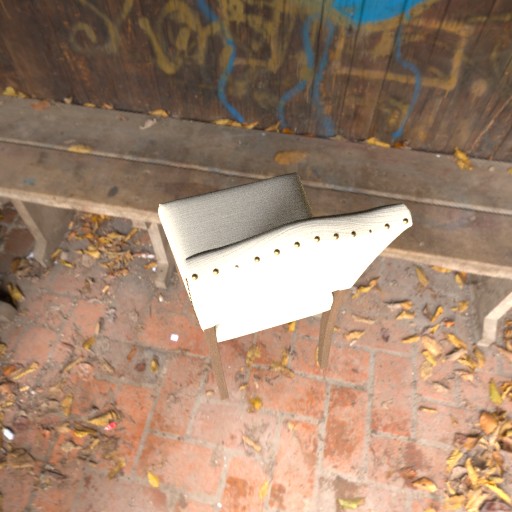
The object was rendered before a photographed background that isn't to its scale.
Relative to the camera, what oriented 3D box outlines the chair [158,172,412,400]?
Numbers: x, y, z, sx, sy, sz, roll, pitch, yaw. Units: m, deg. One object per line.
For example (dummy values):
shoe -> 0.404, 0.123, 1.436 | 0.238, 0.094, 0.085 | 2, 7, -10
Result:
chair -> 0.000, 0.000, 1.343 | 0.508, 1.015, 0.619 | -15, 59, -9
